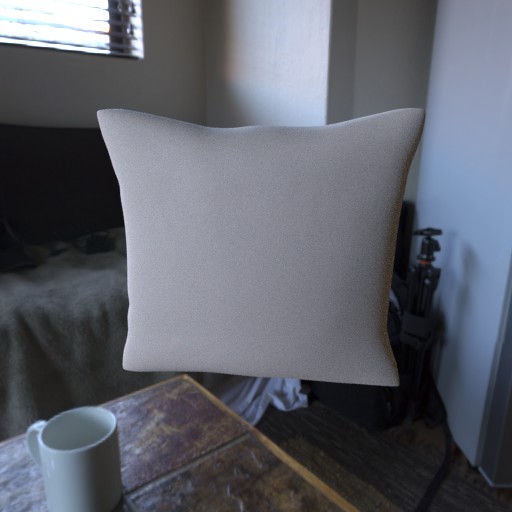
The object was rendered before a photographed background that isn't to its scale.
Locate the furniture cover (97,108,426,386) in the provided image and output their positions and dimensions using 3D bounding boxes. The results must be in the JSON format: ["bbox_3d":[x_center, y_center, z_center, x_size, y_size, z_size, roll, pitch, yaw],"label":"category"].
[{"bbox_3d":[0.000,0.000,0.806,0.552,0.509,0.193,2,17,6],"label":"furniture cover"}]
